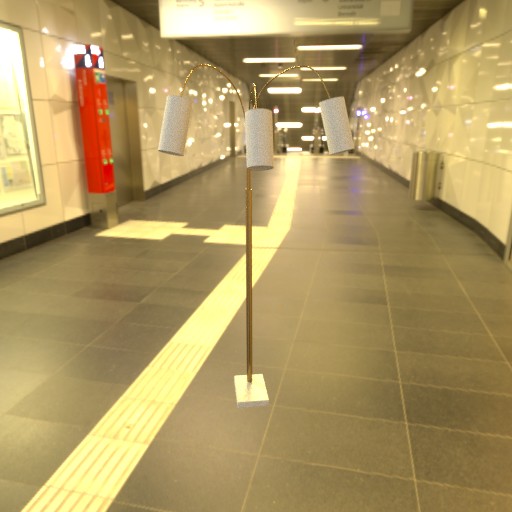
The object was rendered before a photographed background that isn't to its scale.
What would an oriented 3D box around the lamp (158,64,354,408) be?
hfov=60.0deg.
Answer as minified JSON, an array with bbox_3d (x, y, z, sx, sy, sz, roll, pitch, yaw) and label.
[{"bbox_3d":[0.000,0.000,2.564,1.020,2.055,0.667,-2,17,-7],"label":"lamp"}]
